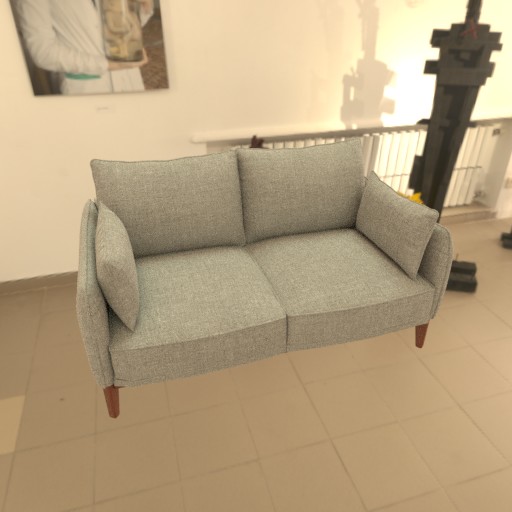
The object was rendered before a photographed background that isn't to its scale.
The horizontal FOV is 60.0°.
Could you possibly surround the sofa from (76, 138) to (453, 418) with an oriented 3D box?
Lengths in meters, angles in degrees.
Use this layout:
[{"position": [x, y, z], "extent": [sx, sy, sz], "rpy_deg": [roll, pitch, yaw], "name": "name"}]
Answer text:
[{"position": [0.000, 0.000, 2.123], "extent": [1.580, 0.851, 0.972], "rpy_deg": [-9, 32, -14], "name": "sofa"}]
